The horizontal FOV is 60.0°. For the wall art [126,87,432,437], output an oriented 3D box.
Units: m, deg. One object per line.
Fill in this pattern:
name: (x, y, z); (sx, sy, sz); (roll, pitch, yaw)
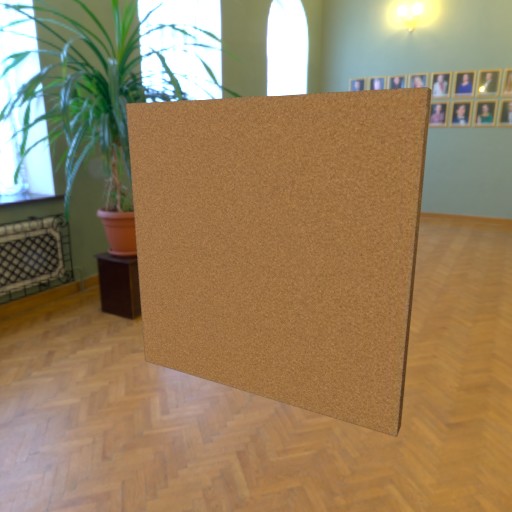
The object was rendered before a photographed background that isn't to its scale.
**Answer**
wall art: (0.000, 0.000, 0.893); (0.611, 0.608, 0.042); (8, 17, 27)
